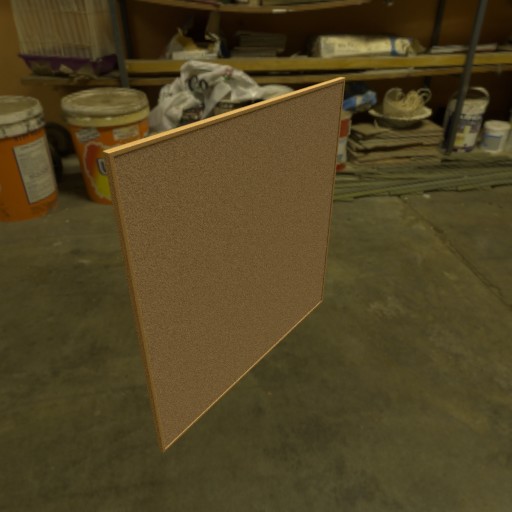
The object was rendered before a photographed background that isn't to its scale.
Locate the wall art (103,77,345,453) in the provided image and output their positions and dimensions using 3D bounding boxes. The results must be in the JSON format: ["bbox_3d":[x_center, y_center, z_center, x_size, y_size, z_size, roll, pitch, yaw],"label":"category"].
[{"bbox_3d":[0.000,0.000,0.986,0.014,0.655,0.657,23,39,31],"label":"wall art"}]
